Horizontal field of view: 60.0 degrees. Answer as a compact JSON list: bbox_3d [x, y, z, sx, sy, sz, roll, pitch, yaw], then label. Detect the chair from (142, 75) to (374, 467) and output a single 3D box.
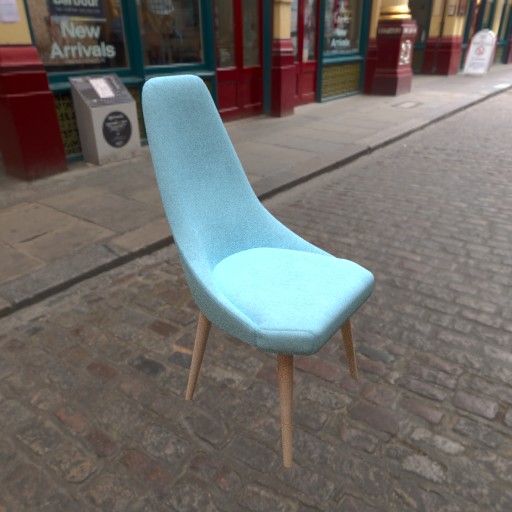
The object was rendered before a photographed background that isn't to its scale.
[{"bbox_3d":[0.000,0.000,1.410,0.660,1.040,0.510,17,31,32],"label":"chair"}]
